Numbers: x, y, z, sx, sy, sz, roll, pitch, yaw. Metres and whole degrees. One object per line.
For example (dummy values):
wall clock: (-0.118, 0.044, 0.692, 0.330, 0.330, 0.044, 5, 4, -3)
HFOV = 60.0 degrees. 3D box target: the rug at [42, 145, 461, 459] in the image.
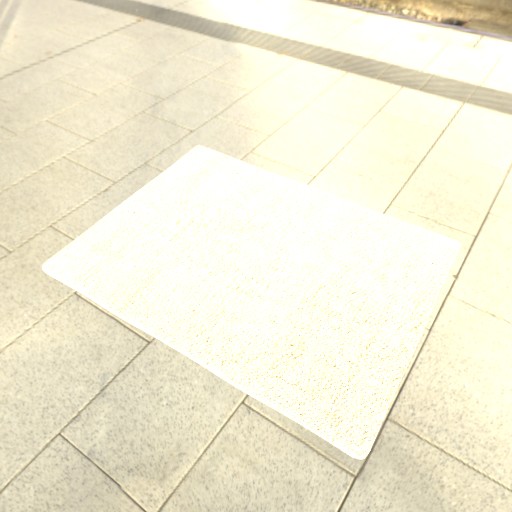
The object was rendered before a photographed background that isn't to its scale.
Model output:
rug: (0.000, 0.000, 2.094, 1.600, 0.027, 1.200, 25, 51, 22)
